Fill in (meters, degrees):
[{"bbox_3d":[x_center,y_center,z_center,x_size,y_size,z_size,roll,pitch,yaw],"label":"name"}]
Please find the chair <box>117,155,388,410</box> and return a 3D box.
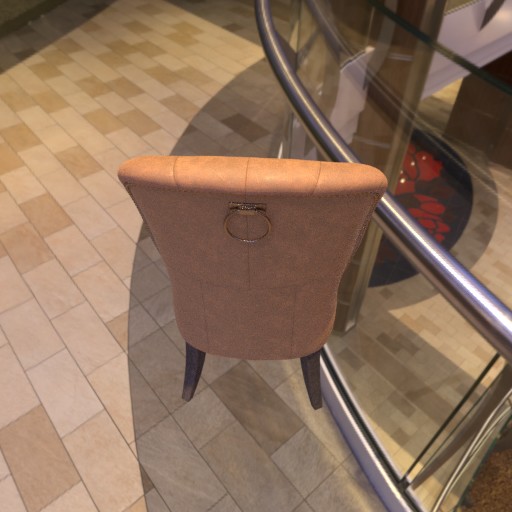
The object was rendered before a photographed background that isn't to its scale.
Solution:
[{"bbox_3d":[0.000,0.000,1.474,0.634,1.091,0.629,3,47,3],"label":"chair"}]
